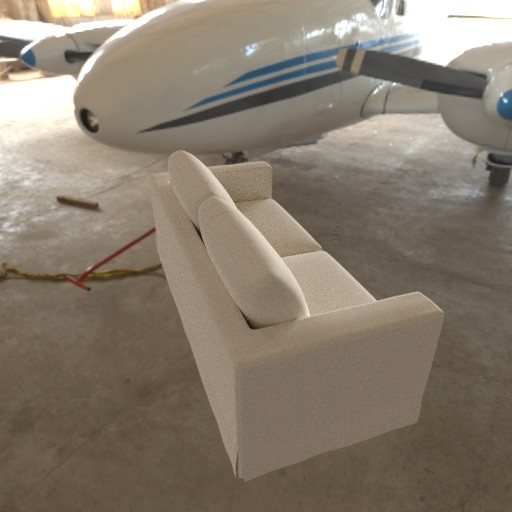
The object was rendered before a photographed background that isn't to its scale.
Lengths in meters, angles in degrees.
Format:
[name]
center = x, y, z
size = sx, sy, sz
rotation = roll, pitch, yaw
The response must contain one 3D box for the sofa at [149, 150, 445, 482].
[sofa]
center = 0.000, 0.000, 2.690
size = 0.954, 0.881, 2.163
rotation = -10, 32, -17
